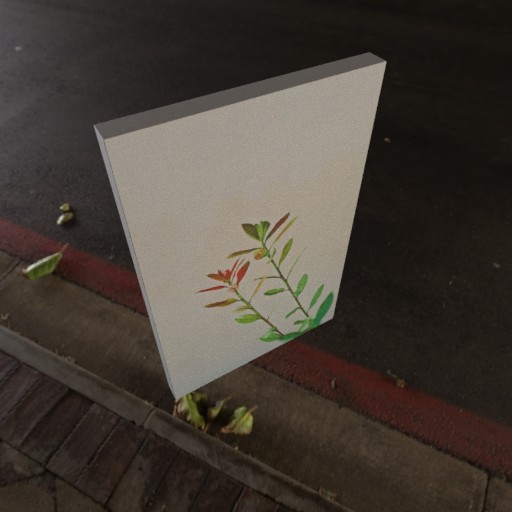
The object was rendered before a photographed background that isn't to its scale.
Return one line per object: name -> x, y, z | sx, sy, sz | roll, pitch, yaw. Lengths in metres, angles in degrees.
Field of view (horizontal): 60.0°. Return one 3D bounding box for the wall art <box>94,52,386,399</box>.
wall art -> 0.000, 0.000, 0.785 | 0.408, 0.611, 0.038 | -23, 50, -21
